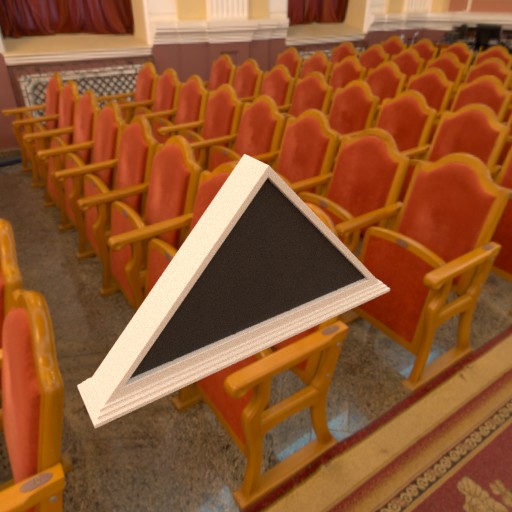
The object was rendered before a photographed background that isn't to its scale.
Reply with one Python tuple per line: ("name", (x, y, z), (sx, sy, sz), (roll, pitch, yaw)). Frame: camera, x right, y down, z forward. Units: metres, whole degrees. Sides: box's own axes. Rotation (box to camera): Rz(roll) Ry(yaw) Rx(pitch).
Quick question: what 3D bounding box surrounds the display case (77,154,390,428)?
("display case", (0.000, 0.000, 0.761), (0.640, 0.340, 0.095), (-19, 35, -29))
